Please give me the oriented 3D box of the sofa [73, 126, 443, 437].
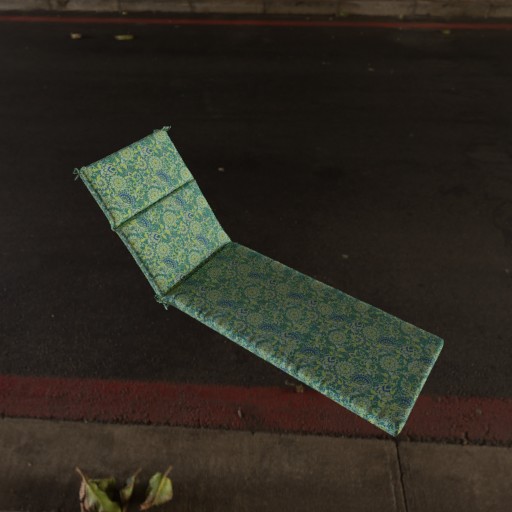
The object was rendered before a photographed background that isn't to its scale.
[{"bbox_3d":[0.000,0.000,1.975,1.663,0.622,0.582,25,47,26],"label":"sofa"}]
